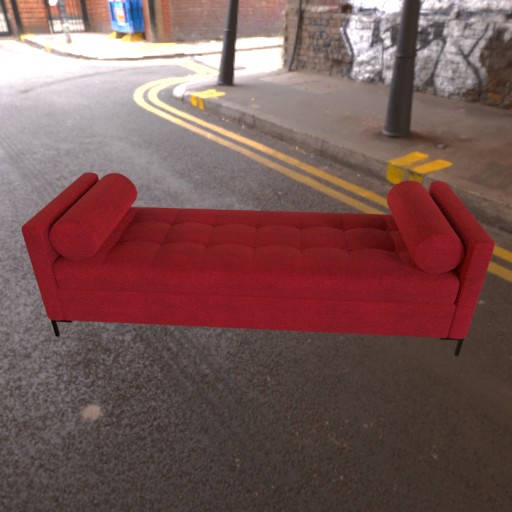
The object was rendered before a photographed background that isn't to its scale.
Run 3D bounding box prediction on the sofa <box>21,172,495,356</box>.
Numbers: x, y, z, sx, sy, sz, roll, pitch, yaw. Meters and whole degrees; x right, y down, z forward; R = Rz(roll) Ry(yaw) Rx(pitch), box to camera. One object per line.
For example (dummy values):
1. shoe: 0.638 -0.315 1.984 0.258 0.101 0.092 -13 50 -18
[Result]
1. sofa: 0.000 0.000 2.276 1.981 0.635 0.686 2 31 3
